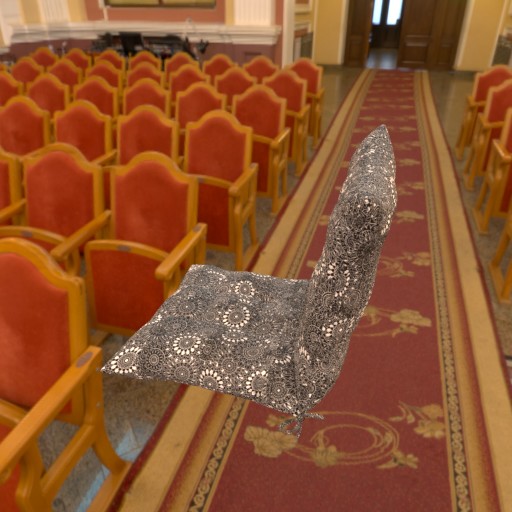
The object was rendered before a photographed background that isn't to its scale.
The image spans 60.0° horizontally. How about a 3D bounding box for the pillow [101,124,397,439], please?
[{"bbox_3d":[0.000,0.000,1.035,0.585,0.536,0.541,8,31,15],"label":"pillow"}]
